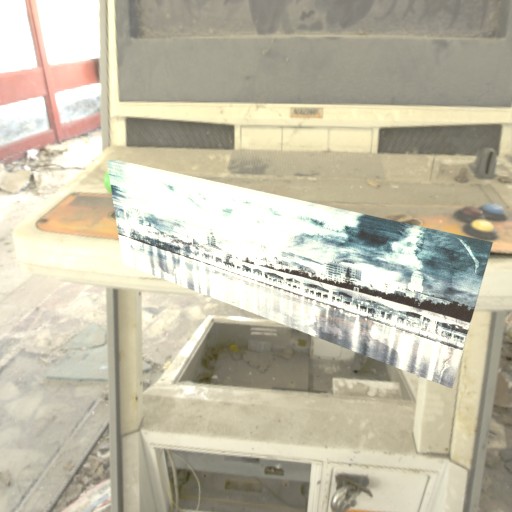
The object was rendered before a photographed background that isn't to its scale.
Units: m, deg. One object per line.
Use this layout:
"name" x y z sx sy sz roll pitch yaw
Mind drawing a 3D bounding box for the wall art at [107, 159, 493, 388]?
"wall art" 0.000 0.000 1.685 1.524 0.509 0.037 17 32 29
